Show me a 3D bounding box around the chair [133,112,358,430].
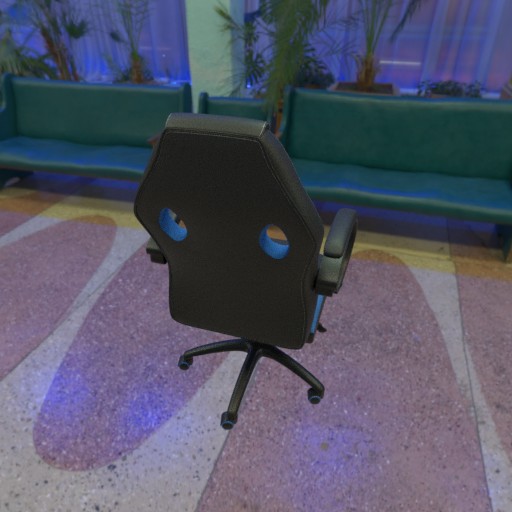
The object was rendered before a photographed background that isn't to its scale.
[{"bbox_3d":[0.000,0.000,1.650,0.673,1.187,0.724,10,34,16],"label":"chair"}]
